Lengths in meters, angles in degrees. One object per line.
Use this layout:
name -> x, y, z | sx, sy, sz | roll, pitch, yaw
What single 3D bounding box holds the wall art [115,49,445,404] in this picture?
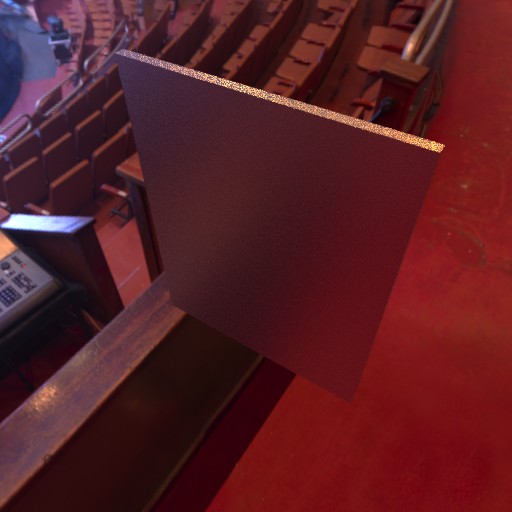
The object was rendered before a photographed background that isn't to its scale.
wall art -> 0.000, 0.000, 1.350 | 0.816, 1.046, 0.030 | 25, 52, 21
